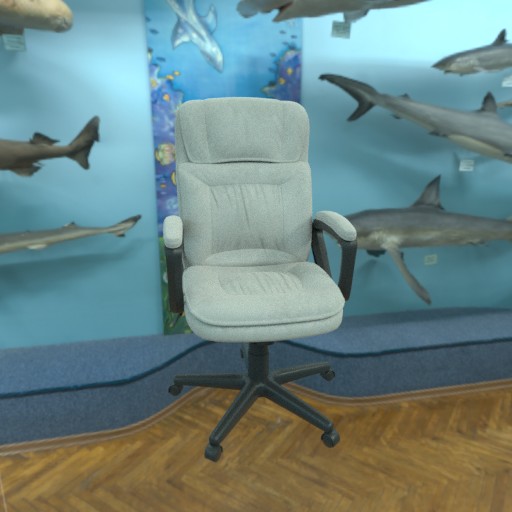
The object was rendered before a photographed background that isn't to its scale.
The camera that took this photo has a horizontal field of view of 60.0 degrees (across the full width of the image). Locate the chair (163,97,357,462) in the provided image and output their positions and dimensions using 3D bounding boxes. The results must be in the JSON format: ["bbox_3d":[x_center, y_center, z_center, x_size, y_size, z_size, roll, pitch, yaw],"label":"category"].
[{"bbox_3d":[0.000,0.000,1.569,0.667,1.105,0.724,-3,16,-9],"label":"chair"}]
